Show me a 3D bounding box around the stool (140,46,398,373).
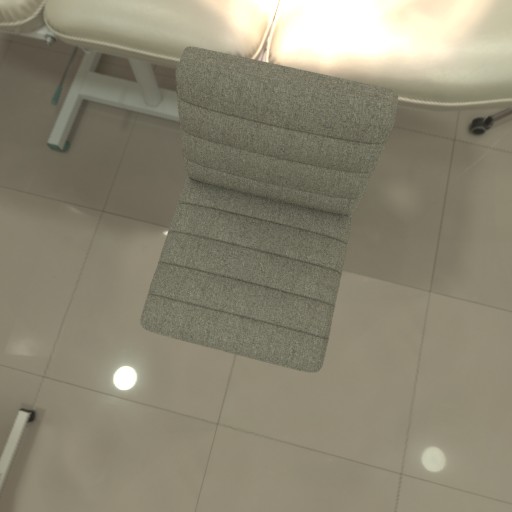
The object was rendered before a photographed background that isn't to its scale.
[{"bbox_3d":[0.000,0.000,1.257,0.460,0.940,0.560,14,76,3],"label":"stool"}]
